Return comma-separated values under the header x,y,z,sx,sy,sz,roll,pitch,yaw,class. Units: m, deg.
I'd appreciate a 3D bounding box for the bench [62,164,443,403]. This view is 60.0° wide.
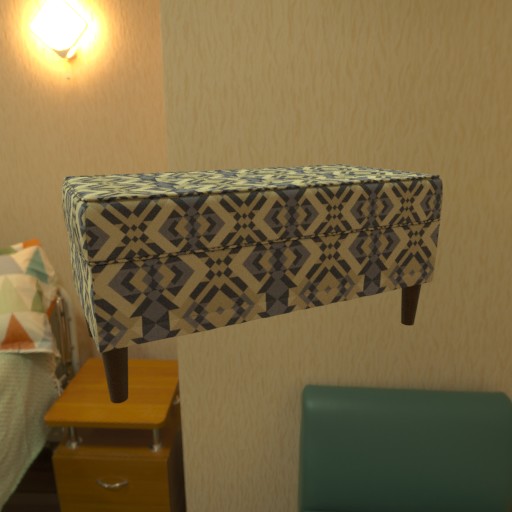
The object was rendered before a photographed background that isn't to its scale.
x,y,z,sx,sy,sz,roll,pitch,yaw,class
0.000,0.000,1.332,1.016,0.477,0.492,-8,18,-26,bench
